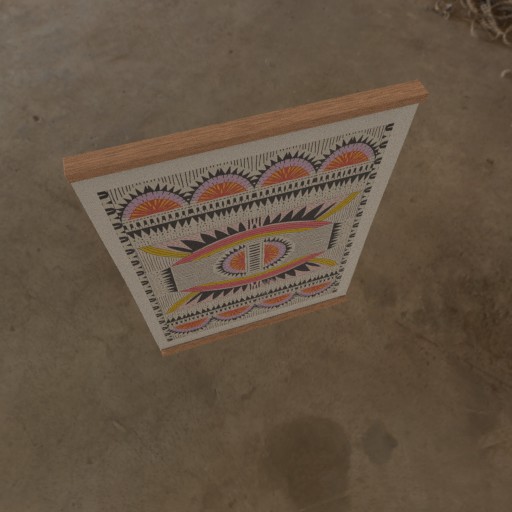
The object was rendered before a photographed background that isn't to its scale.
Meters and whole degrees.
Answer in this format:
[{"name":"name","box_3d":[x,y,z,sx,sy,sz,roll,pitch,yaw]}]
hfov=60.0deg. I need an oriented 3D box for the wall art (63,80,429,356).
[{"name":"wall art","box_3d":[0.000,0.000,0.793,0.456,0.609,0.028,-15,60,-9]}]
